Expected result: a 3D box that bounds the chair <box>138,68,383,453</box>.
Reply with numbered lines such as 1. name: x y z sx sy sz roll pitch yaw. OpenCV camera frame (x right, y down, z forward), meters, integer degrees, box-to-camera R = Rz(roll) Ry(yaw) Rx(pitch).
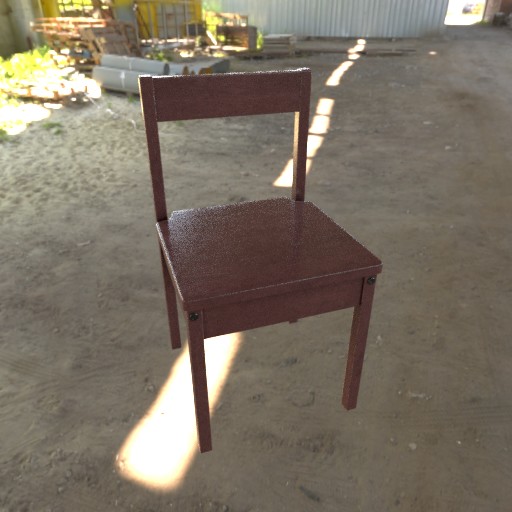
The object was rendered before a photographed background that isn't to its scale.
1. chair: 0.000 0.000 0.915 0.367 0.668 0.361 -10 31 -16
